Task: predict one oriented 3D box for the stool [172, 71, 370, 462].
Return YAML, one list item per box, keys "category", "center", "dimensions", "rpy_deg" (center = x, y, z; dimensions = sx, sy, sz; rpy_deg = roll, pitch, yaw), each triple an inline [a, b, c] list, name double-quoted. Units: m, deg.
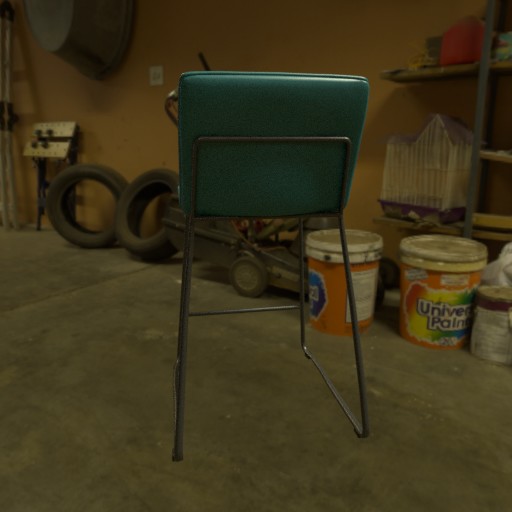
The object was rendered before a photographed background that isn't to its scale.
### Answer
- category: "stool"
  center: [0.000, 0.000, 1.204]
  dimensions: [0.489, 0.866, 0.524]
  rpy_deg: [-3, 15, -10]
